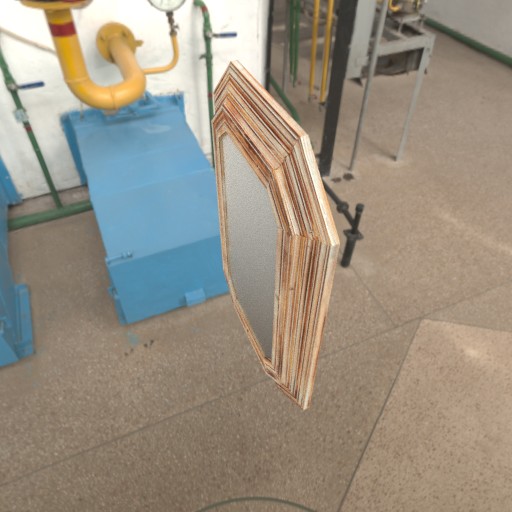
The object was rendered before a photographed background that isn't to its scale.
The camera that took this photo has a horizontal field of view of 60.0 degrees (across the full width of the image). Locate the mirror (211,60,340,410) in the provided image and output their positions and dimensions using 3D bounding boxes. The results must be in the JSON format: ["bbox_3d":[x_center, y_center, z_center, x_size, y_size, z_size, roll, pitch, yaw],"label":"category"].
[{"bbox_3d":[0.000,0.000,1.340,0.061,1.015,0.709,-17,48,-16],"label":"mirror"}]
